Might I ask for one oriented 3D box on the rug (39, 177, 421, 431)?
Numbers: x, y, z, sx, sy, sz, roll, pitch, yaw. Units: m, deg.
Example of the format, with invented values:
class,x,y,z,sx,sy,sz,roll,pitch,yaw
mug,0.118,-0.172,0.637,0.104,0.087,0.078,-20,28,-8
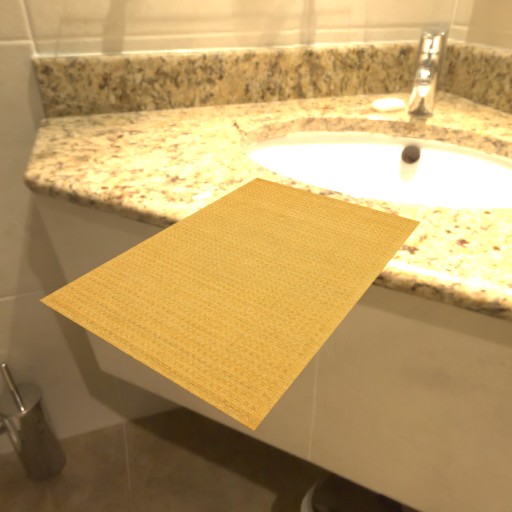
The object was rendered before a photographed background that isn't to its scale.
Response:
class,x,y,z,sx,sy,sz,roll,pitch,yaw
rug,0.000,0.000,3.881,1.981,0.006,2.895,21,38,29
